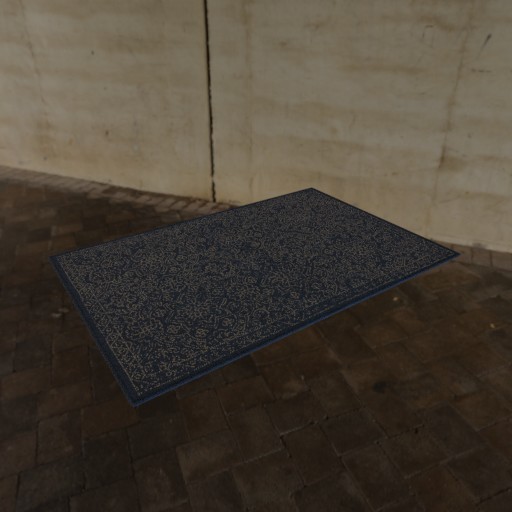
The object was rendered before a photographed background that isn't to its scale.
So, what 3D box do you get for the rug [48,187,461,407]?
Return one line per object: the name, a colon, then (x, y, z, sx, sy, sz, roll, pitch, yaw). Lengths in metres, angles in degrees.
rug: (0.000, 0.000, 2.351, 1.829, 0.010, 1.219, -19, 34, -30)
